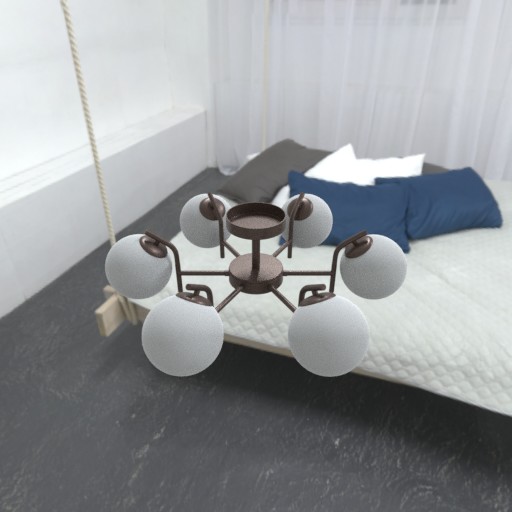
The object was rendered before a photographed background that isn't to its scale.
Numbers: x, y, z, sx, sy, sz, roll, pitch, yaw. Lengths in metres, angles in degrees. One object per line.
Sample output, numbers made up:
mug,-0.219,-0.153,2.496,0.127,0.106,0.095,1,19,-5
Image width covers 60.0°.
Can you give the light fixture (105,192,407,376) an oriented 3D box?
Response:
light fixture,0.000,0.000,0.970,0.662,0.201,0.662,0,31,0
